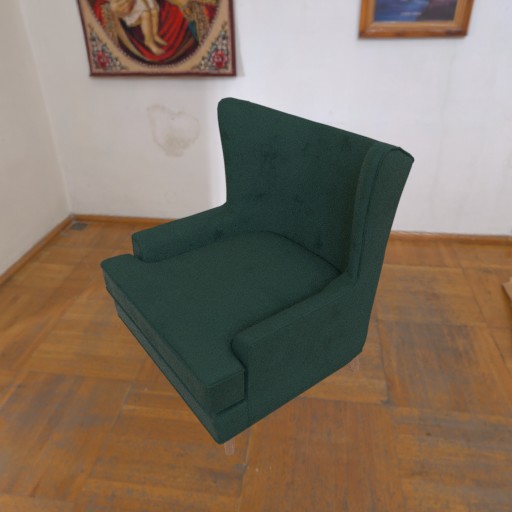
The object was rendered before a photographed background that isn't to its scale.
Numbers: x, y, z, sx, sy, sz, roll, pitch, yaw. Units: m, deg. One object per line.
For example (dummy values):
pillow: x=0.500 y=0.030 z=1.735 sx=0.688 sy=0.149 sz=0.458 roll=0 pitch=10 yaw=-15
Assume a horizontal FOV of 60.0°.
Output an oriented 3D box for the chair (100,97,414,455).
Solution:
chair: x=0.000 y=0.000 z=1.613 sx=0.910 sy=0.952 sz=0.793 roll=-22 pitch=38 yaw=-31
